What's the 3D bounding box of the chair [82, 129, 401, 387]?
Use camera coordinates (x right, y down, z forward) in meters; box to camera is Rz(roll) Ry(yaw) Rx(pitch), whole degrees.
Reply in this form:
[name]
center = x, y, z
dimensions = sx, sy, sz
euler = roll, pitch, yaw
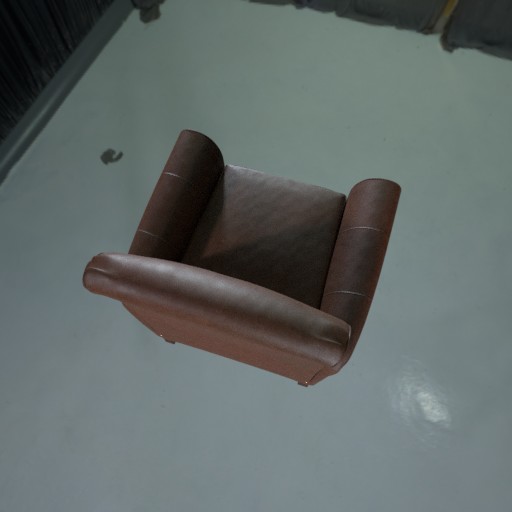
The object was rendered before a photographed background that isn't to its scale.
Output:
[chair]
center = 0.000, 0.000, 1.766
dimensions = 0.978, 1.061, 0.902
euler = 16, 65, 8
